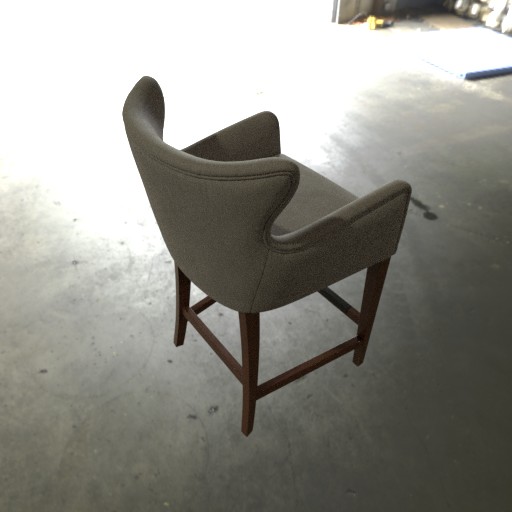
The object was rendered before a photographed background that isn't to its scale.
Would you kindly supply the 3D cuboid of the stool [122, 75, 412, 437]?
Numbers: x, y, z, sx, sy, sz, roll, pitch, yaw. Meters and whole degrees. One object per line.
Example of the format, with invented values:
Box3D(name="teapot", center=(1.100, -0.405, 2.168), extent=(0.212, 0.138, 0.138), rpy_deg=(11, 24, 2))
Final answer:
Box3D(name="stool", center=(0.000, 0.000, 1.303), extent=(0.575, 0.951, 0.575), rpy_deg=(-26, 47, -27))
